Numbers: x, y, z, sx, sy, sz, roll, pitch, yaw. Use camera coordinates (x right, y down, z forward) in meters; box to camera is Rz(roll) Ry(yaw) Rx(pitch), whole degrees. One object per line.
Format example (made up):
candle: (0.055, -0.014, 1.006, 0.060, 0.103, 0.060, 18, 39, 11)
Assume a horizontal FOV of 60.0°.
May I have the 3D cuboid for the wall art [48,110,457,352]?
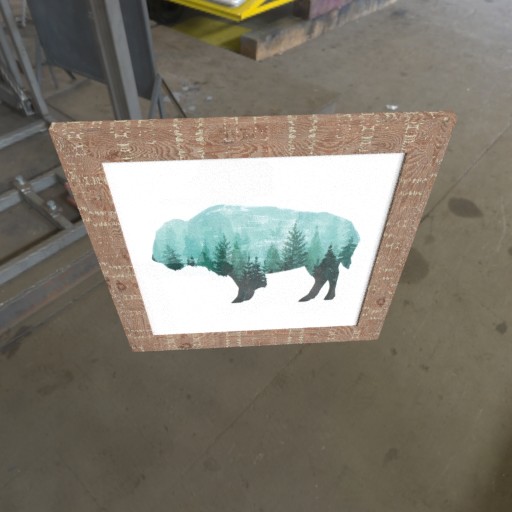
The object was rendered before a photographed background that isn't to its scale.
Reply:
wall art: (0.000, 0.000, 0.557, 0.380, 0.380, 0.022, -2, 46, -2)
